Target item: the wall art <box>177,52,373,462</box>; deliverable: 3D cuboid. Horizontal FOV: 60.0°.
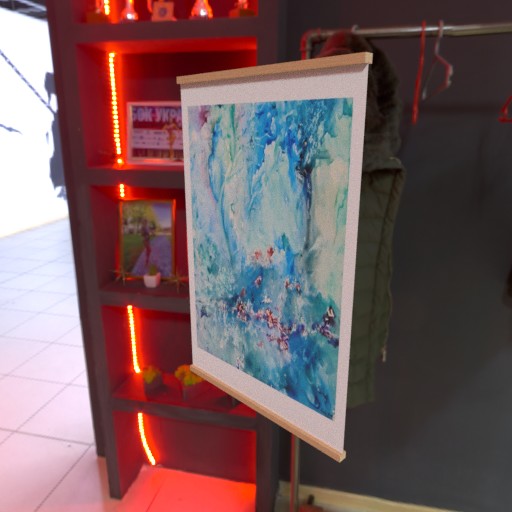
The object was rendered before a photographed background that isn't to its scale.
[{"bbox_3d":[0.000,0.000,1.915,0.040,1.510,0.991,-15,22,-43],"label":"wall art"}]
